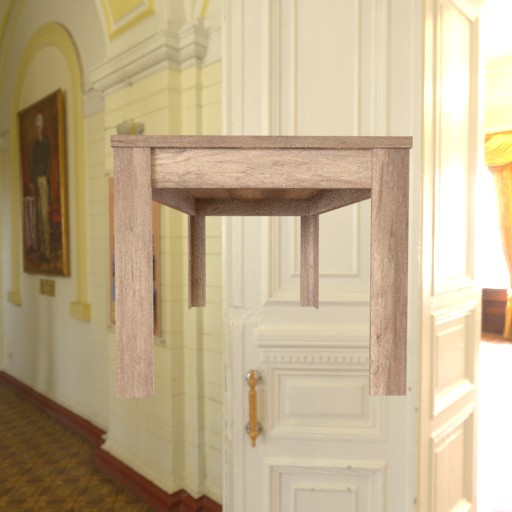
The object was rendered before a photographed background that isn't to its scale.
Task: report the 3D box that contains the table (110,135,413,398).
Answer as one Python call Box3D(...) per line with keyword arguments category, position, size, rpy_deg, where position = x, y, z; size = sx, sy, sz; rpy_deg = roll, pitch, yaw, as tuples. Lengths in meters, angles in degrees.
Box3D(category="table", position=(0.000, 0.000, 2.232), size=(0.900, 0.790, 1.800), rpy_deg=(0, 2, -1))
